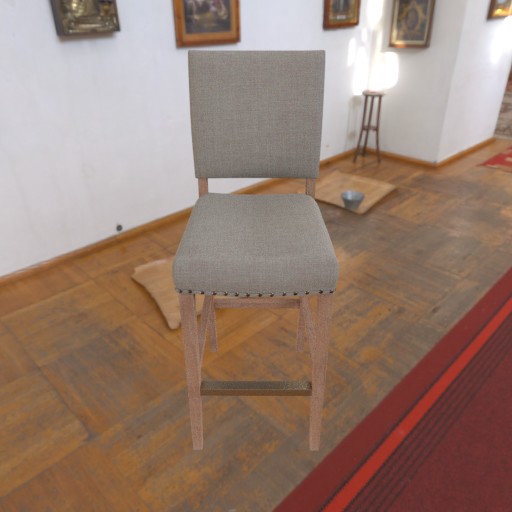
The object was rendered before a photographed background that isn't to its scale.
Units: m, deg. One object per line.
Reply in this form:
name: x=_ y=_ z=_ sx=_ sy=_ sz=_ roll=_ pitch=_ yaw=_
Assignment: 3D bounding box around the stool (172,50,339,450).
stool: x=0.000 y=0.000 z=1.464 sx=0.445 sy=1.203 sz=0.585 roll=0 pitch=29 yaw=0
